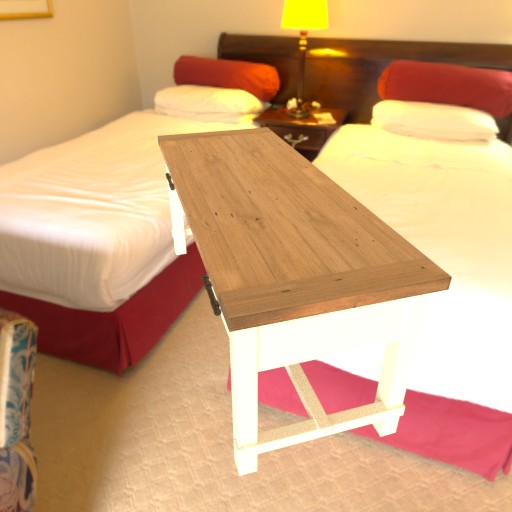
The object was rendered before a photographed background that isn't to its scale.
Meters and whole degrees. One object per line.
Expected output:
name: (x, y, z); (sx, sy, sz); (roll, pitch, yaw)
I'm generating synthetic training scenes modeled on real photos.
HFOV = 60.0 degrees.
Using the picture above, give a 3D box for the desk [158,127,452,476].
desk: (0.000, 0.000, 2.184); (0.688, 0.762, 1.803); (-9, 32, -14)
